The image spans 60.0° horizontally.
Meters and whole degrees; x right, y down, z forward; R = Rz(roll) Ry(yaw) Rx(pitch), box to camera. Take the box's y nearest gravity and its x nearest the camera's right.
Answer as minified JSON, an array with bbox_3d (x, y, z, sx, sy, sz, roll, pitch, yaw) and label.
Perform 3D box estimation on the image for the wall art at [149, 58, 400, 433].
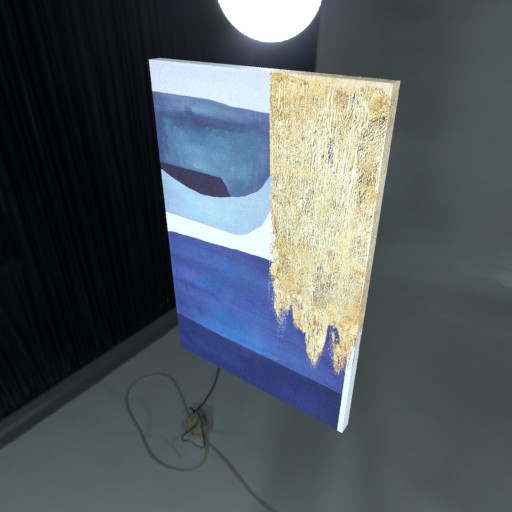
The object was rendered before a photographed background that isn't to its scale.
[{"bbox_3d":[0.000,0.000,1.161,0.607,0.911,0.039,19,35,30],"label":"wall art"}]
